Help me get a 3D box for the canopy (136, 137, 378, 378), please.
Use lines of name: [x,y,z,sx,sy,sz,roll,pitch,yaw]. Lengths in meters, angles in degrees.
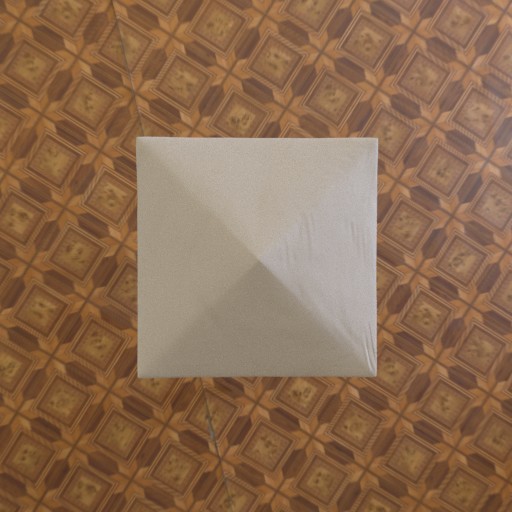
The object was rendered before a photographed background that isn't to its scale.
canopy: [0.000,0.000,6.604,3.599,3.600,3.600,0,91,-1]
